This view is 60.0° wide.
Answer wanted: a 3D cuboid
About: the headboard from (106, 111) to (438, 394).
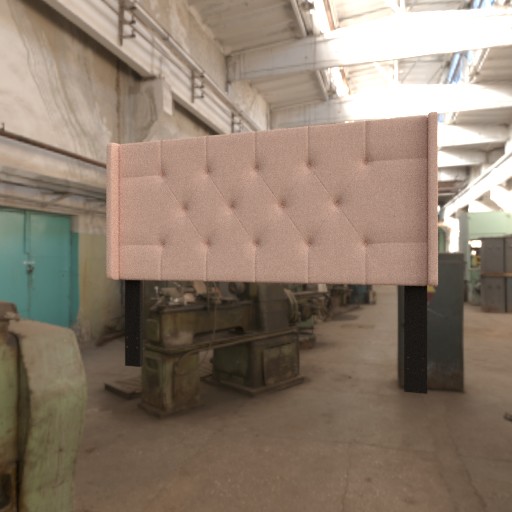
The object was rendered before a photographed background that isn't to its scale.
[{"bbox_3d":[0.000,0.000,2.711,2.051,1.524,0.184,0,0,19],"label":"headboard"}]
